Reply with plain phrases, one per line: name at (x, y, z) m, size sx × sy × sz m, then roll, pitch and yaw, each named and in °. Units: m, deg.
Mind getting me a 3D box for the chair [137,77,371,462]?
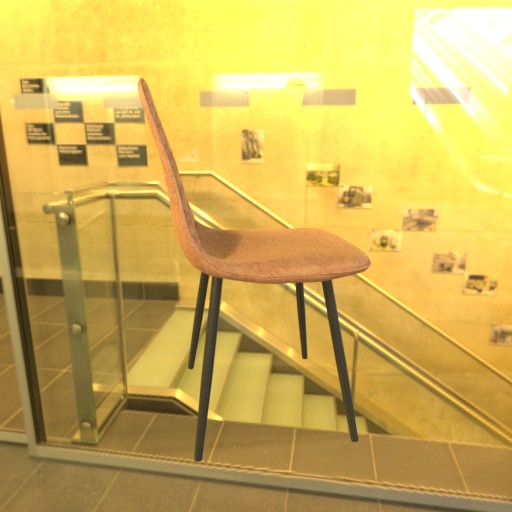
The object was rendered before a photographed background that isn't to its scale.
chair at (0.000, 0.000, 1.207) m, size 0.561 × 0.889 × 0.472 m, roll -3°, pitch 15°, yaw -10°
